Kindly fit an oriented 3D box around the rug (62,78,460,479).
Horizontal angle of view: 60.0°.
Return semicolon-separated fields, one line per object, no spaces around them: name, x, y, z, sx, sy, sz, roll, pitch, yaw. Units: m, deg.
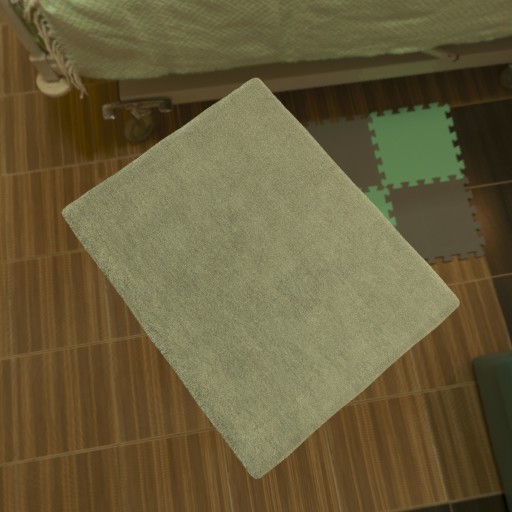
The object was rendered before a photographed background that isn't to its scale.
rug;0.000;0.000;3.976;2.332;0.027;2.933;-38;79;-9
